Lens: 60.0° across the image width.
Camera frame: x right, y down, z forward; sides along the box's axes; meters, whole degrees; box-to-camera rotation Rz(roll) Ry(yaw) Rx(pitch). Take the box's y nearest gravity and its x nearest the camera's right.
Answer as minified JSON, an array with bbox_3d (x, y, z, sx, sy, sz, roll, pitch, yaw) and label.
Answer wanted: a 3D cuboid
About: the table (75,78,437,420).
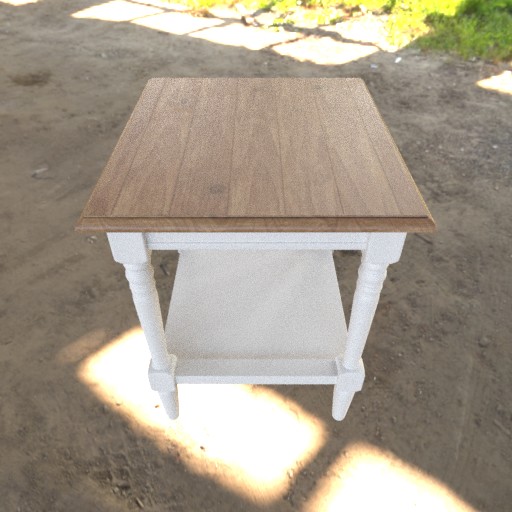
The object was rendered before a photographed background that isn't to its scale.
[{"bbox_3d":[0.000,0.000,0.925,0.457,0.561,0.508,0,41,0],"label":"table"}]
